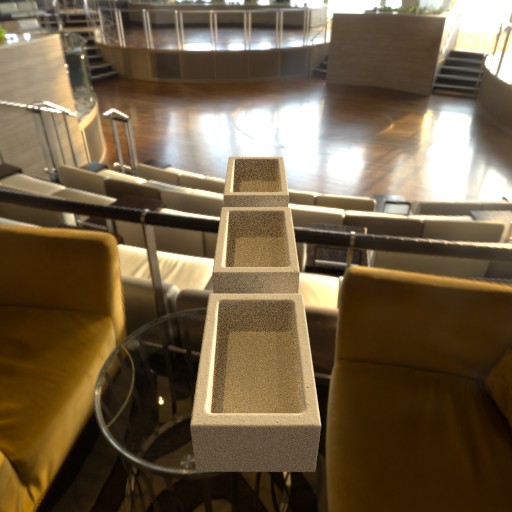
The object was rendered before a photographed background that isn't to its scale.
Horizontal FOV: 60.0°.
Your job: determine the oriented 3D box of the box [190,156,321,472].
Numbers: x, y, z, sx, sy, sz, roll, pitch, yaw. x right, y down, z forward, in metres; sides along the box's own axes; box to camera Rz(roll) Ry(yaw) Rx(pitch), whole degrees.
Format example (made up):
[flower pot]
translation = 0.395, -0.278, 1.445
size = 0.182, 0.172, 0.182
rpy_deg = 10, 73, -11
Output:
[box]
translation = 0.000, 0.000, 0.481
size = 0.082, 0.051, 0.461
rpy_deg = 0, 33, 0
